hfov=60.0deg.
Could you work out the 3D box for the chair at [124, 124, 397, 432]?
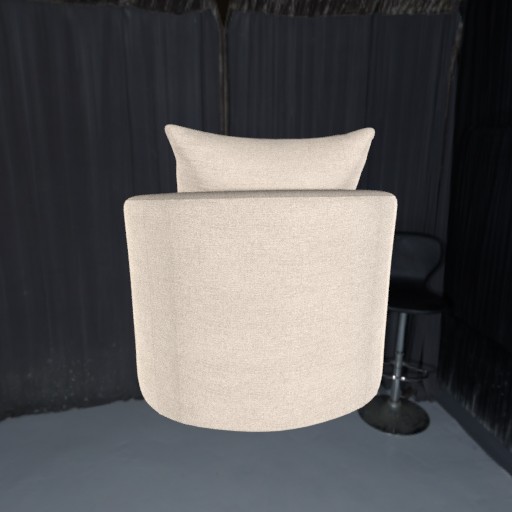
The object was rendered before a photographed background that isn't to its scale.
[{"bbox_3d":[0.000,0.000,1.544,0.845,0.848,0.910,-2,14,-9],"label":"chair"}]
